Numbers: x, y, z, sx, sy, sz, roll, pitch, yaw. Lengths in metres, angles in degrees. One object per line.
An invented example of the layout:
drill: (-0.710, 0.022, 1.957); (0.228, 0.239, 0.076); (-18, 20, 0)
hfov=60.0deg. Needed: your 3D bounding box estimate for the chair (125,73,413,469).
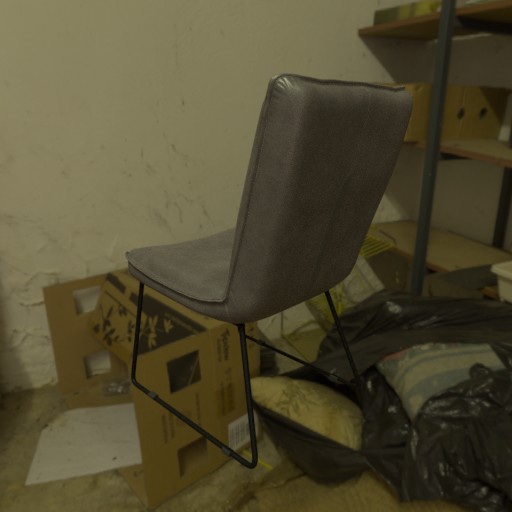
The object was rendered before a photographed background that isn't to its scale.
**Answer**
chair: (0.000, 0.000, 1.304); (0.688, 0.932, 0.515); (16, 23, 42)
